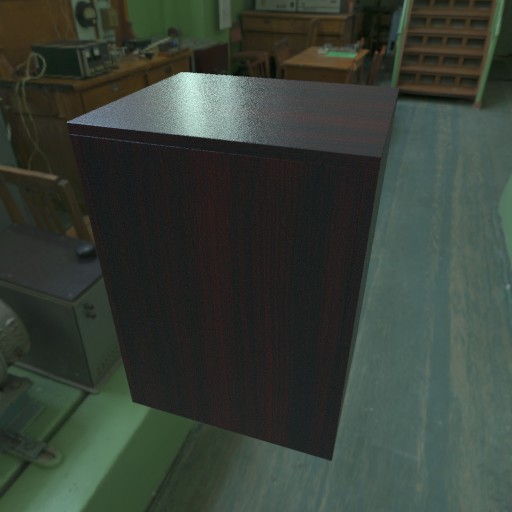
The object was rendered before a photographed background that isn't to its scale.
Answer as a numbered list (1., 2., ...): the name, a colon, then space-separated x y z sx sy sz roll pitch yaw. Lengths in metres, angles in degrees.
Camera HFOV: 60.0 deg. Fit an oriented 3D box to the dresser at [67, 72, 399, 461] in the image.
1. dresser: 0.000 0.000 0.821 0.400 0.560 0.360 10 35 15
